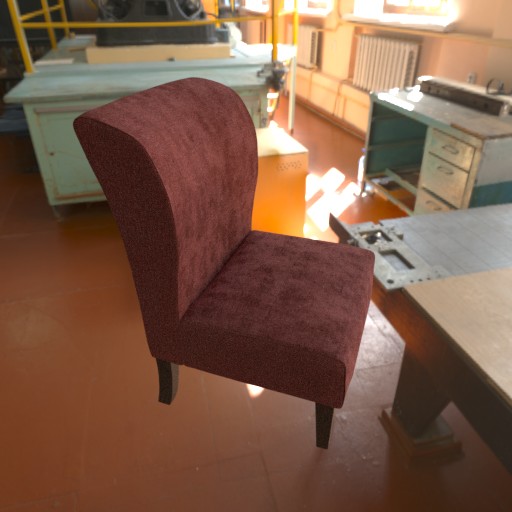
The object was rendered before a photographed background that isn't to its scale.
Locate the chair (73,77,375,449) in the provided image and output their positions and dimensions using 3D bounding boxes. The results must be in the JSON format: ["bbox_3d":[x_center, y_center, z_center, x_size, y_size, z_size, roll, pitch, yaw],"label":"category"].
[{"bbox_3d":[0.000,0.000,1.237,0.640,0.846,0.538,11,32,17],"label":"chair"}]
